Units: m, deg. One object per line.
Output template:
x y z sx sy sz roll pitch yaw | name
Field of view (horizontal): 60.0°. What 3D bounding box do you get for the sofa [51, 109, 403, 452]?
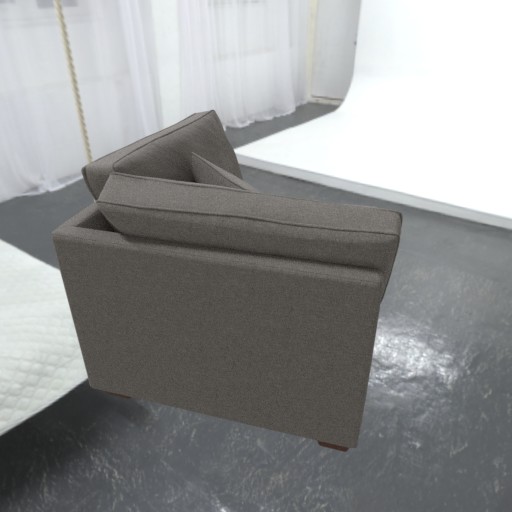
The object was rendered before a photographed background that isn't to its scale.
0.000 0.000 1.833 1.050 0.951 1.042 9 31 14 | sofa
